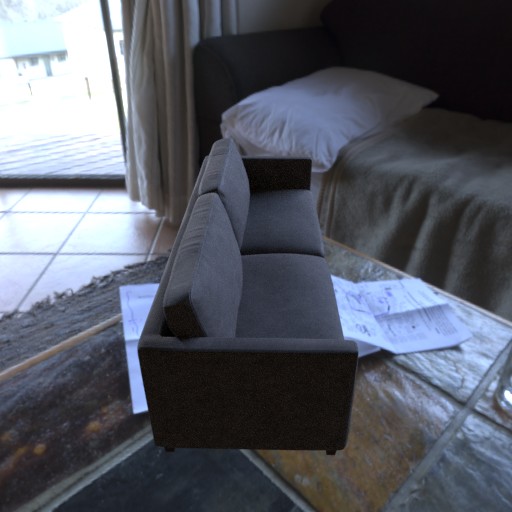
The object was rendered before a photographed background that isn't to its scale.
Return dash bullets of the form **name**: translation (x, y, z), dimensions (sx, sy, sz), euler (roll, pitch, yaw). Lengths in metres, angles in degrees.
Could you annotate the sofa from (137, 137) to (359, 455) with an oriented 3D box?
- **sofa**: translation (0.000, 0.000, 2.954), dimensions (0.951, 0.965, 2.434), euler (1, 31, 1)
